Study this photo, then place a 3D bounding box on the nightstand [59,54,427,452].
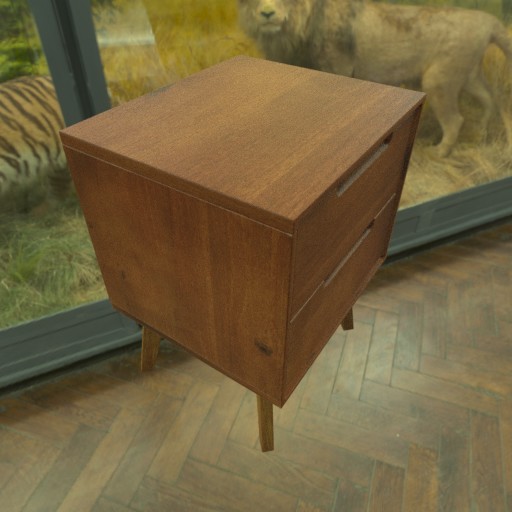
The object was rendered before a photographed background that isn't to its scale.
[{"bbox_3d":[0.000,0.000,0.917,0.411,0.618,0.460,24,46,25],"label":"nightstand"}]
